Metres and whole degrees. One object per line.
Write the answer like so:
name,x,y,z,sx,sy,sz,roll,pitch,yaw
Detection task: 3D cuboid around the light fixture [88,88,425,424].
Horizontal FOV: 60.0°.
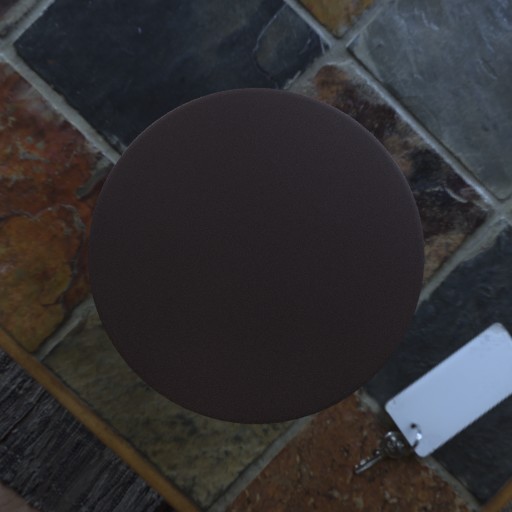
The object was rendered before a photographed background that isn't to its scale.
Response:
light fixture,0.000,0.000,0.435,0.280,0.135,0.280,0,90,-1
